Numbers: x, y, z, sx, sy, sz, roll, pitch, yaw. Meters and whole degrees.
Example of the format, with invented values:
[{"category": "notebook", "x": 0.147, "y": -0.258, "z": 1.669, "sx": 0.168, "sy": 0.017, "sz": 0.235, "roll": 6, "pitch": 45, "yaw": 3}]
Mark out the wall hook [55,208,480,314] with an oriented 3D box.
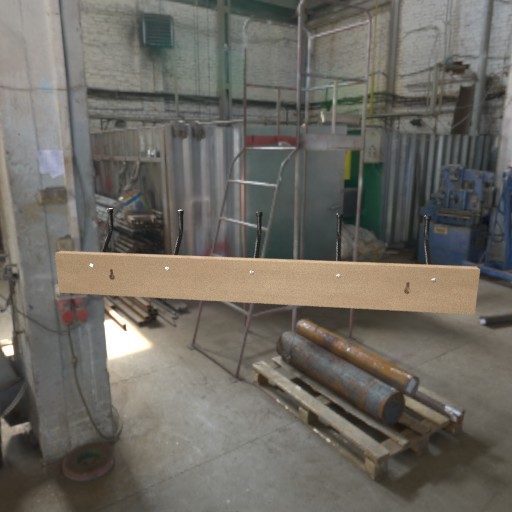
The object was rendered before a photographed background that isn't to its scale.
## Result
[{"category": "wall hook", "x": 0.000, "y": 0.000, "z": 0.625, "sx": 0.571, "sy": 0.117, "sz": 0.071, "roll": 2, "pitch": 14, "yaw": 9}]
